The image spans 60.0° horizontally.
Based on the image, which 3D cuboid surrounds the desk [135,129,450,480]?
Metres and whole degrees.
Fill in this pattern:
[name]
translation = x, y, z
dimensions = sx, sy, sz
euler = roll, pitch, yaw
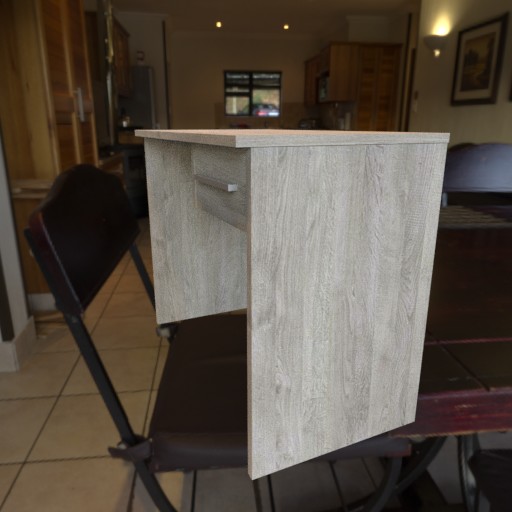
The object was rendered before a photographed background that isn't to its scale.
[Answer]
[desk]
translation = 0.000, 0.000, 1.337
dimensions = 0.498, 0.724, 0.893
euler = -8, 18, -24
